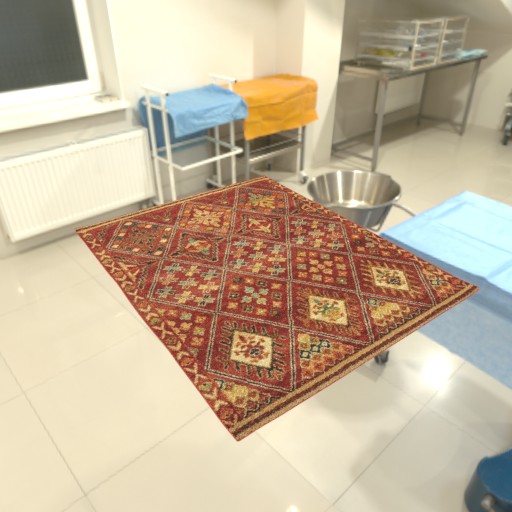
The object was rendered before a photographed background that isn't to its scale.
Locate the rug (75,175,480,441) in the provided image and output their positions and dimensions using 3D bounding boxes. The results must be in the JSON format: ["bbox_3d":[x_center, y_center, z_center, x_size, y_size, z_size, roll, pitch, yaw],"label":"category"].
[{"bbox_3d":[0.000,0.000,4.204,2.489,0.030,3.086,-21,39,-29],"label":"rug"}]
